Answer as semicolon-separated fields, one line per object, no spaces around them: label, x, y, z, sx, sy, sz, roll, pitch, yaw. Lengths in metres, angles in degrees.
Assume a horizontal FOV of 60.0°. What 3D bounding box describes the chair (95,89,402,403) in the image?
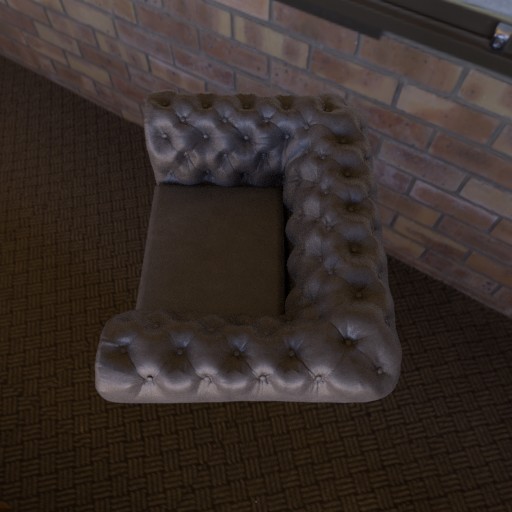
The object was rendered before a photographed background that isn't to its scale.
chair;0.000;0.000;1.872;0.943;0.780;1.298;1;61;0
